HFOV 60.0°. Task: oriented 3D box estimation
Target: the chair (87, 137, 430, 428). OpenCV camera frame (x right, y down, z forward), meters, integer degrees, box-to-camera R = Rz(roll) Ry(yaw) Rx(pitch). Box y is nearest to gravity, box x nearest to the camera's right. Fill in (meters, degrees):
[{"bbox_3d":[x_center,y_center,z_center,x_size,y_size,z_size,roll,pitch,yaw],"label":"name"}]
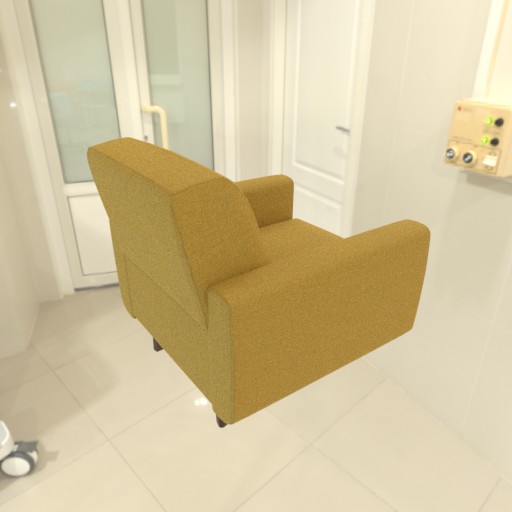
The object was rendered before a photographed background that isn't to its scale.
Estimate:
[{"bbox_3d":[0.000,0.000,1.593,0.909,0.841,0.831,-18,32,-32],"label":"chair"}]
